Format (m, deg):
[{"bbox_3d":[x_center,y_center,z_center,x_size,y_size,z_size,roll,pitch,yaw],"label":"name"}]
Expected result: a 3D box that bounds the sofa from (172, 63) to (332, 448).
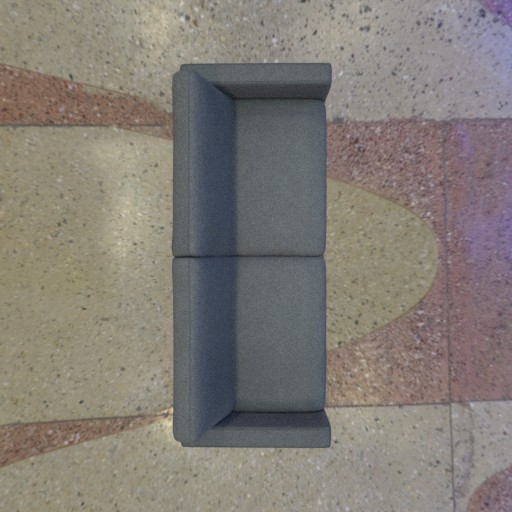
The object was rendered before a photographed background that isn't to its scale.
[{"bbox_3d":[0.000,0.000,2.367,0.774,0.828,1.925,0,91,1],"label":"sofa"}]
